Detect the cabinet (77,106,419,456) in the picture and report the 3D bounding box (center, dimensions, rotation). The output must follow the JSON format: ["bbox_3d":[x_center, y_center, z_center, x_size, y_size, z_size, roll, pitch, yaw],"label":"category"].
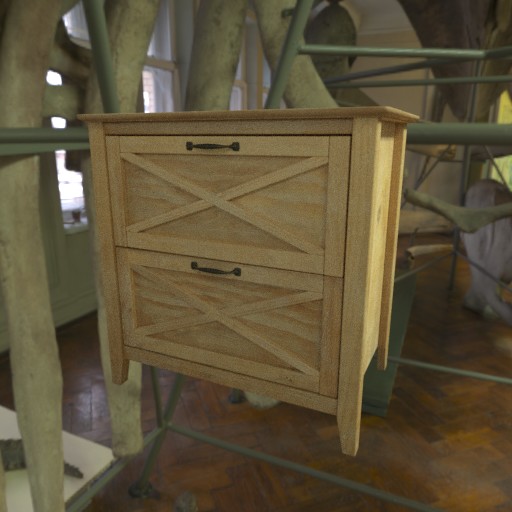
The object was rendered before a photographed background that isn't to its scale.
[{"bbox_3d":[0.000,0.000,1.261,0.763,0.762,0.503,7,17,25],"label":"cabinet"}]
